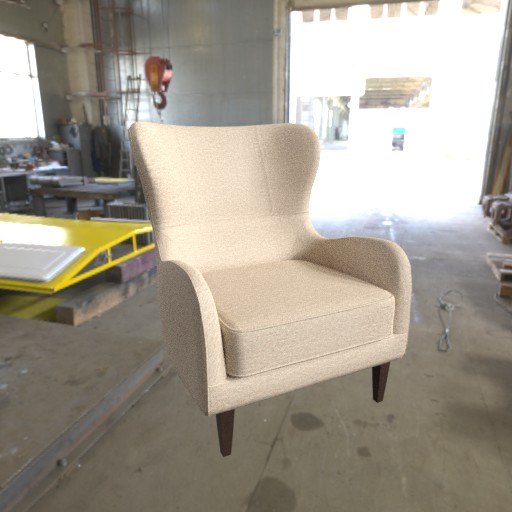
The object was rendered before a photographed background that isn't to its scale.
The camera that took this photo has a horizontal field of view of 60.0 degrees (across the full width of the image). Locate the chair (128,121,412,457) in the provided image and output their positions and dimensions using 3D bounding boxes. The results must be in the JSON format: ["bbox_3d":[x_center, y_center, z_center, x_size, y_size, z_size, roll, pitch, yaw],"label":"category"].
[{"bbox_3d":[0.000,0.000,1.822,0.861,1.064,0.984,-8,17,-26],"label":"chair"}]
